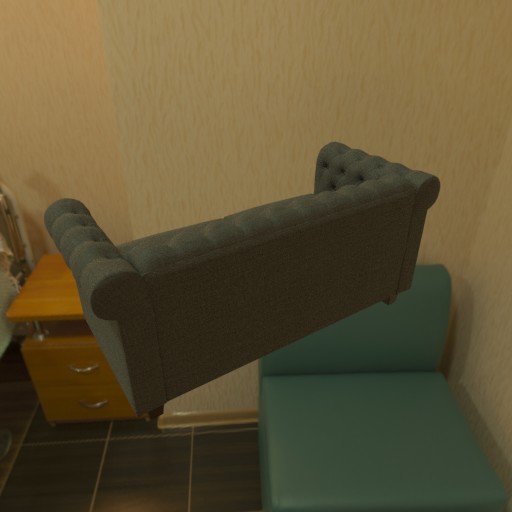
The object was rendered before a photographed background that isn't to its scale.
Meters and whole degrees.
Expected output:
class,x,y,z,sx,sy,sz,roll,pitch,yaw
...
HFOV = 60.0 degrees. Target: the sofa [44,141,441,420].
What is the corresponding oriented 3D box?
class,x,y,z,sx,sy,sz,roll,pitch,yaw
sofa,0.000,0.000,2.296,1.798,0.797,0.783,-19,35,-28
